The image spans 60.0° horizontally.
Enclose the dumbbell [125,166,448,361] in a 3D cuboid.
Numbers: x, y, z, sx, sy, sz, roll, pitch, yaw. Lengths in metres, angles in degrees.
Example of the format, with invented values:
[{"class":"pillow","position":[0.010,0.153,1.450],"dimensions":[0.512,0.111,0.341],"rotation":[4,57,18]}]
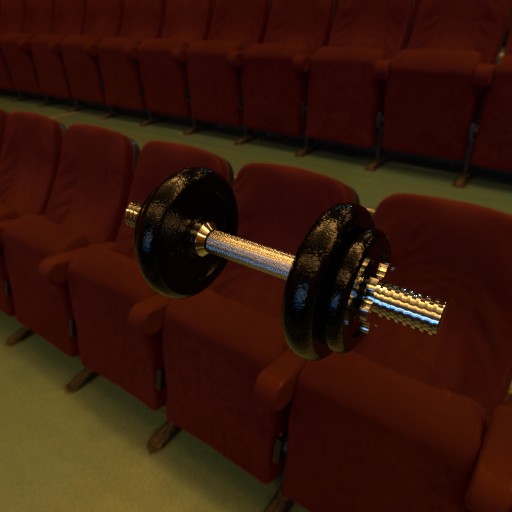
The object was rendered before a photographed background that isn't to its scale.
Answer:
[{"class":"dumbbell","position":[0.000,0.000,0.609],"dimensions":[0.497,0.202,0.202],"rotation":[19,34,30]}]
